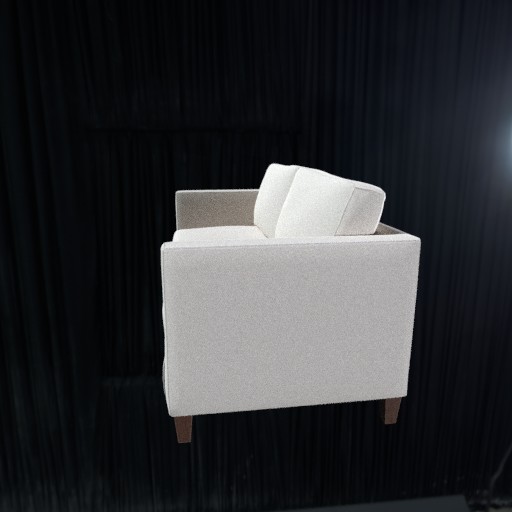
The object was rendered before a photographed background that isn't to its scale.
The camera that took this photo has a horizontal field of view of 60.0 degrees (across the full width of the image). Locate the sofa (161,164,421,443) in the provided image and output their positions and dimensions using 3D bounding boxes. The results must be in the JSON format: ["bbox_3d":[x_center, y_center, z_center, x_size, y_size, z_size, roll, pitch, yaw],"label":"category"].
[{"bbox_3d":[0.000,0.000,2.255,0.873,0.888,1.722,-2,14,-8],"label":"sofa"}]
